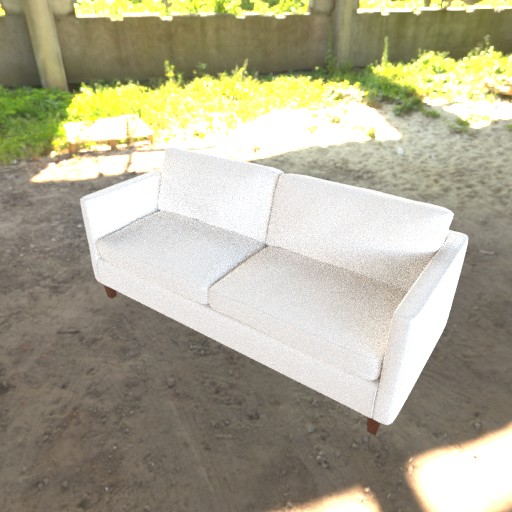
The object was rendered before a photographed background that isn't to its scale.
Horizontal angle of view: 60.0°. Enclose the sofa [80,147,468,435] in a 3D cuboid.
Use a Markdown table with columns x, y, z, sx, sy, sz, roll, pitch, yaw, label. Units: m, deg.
| x | y | z | sx | sy | sz | roll | pitch | yaw | label |
| --- | --- | --- | --- | --- | --- | --- | --- | --- | --- |
| 0.000 | 0.000 | 2.675 | 2.139 | 0.933 | 0.924 | 20 | 35 | 30 | sofa |
